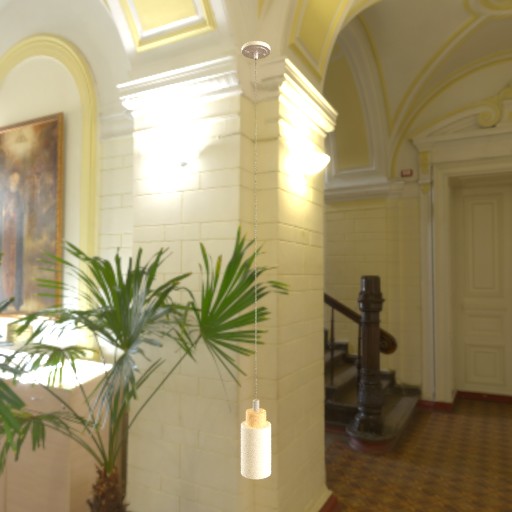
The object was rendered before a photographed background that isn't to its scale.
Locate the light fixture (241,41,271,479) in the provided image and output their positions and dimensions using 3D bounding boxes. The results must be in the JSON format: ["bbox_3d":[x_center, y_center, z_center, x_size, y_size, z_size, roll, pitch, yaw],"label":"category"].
[{"bbox_3d":[0.000,0.000,1.880,0.125,1.798,0.125,1,-3,-17],"label":"light fixture"}]
